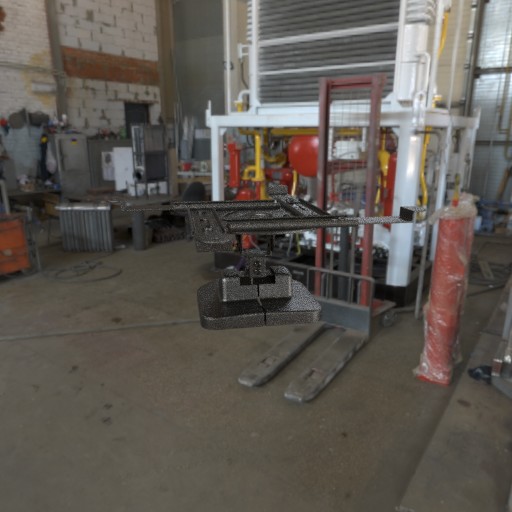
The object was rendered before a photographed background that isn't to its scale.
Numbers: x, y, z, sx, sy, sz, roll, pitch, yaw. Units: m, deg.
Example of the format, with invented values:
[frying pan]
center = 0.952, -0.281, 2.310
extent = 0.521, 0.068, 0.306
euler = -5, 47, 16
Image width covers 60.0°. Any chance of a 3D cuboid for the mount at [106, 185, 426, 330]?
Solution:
[mount]
center = 0.000, 0.000, 0.594
extent = 0.394, 0.141, 0.394
euler = -3, 16, -10
